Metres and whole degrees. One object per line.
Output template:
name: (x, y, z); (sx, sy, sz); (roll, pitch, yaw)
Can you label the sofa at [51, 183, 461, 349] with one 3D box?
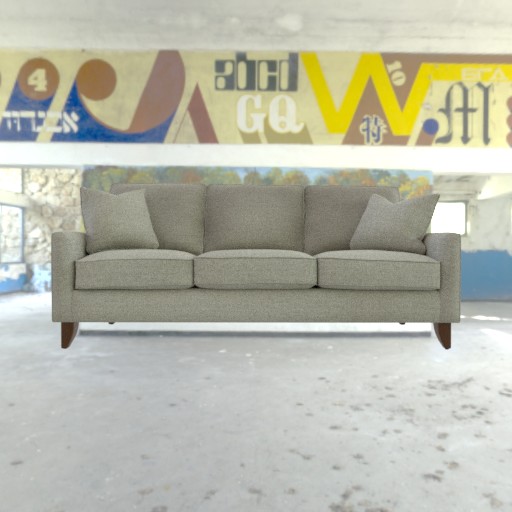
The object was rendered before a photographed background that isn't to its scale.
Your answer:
sofa: (0.000, 0.000, 2.548); (2.031, 0.914, 0.865); (0, 1, 0)
